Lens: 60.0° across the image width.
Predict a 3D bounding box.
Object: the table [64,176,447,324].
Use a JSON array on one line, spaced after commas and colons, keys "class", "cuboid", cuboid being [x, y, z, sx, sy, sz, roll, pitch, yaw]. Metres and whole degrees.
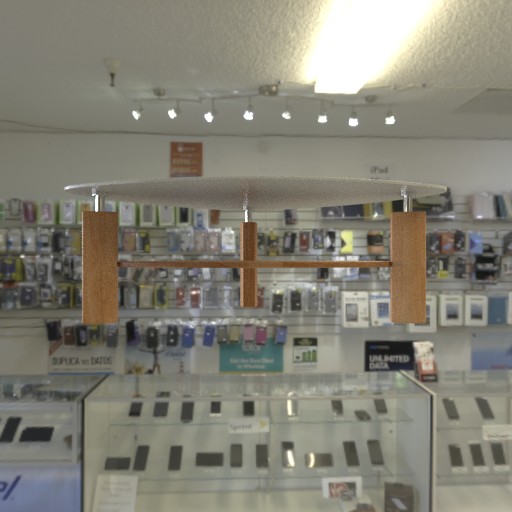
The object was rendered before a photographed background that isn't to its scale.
[{"class": "table", "cuboid": [0.000, 0.000, 1.642, 1.250, 0.440, 0.850, 0, 0, 0]}]
